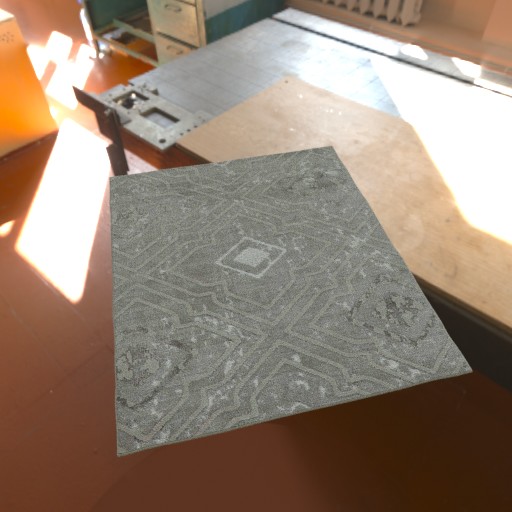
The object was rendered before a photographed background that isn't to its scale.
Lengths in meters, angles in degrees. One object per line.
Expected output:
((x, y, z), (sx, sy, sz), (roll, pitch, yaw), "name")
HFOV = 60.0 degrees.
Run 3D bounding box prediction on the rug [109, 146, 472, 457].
((0.000, 0.000, 0.861), (0.548, 0.006, 0.639), (-10, 49, -9), "rug")
